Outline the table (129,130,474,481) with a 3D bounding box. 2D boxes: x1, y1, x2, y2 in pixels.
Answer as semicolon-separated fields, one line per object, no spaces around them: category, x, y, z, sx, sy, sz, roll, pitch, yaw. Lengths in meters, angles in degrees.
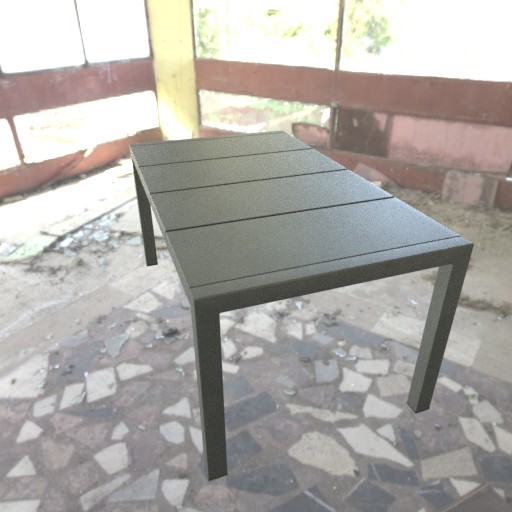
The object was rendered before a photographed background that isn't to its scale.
table;0.000;0.000;1.288;0.559;0.460;0.965;-10;31;-17
